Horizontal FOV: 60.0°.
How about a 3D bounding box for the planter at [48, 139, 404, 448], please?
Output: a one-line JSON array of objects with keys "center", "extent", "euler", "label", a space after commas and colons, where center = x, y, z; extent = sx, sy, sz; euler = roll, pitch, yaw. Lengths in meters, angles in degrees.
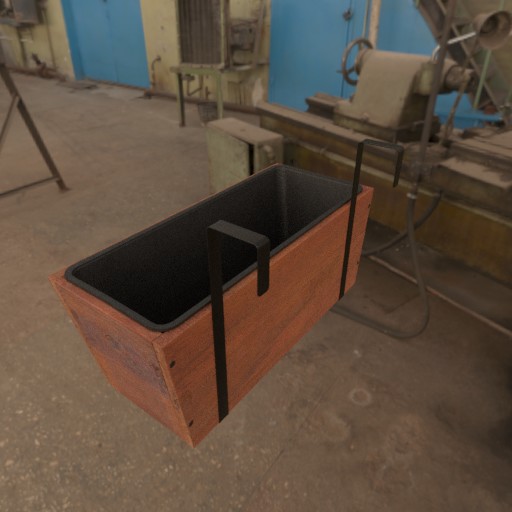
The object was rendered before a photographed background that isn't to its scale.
[{"center": [0.000, 0.000, 0.644], "extent": [0.262, 0.289, 0.480], "euler": [22, 38, 31], "label": "planter"}]
